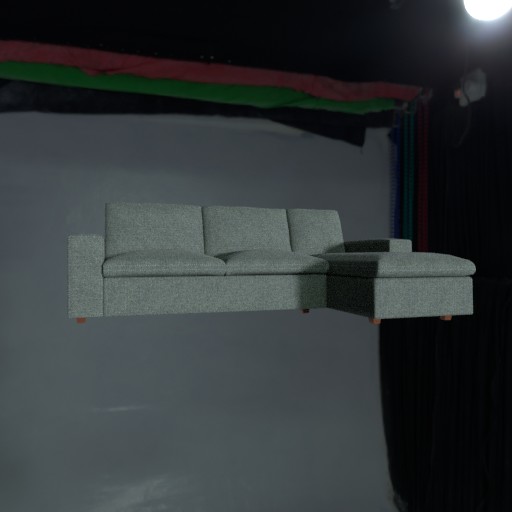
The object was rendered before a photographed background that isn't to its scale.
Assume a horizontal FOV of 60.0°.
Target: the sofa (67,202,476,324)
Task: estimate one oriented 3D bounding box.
[{"bbox_3d":[0.000,0.000,3.484,2.718,0.940,1.689,0,0,-18],"label":"sofa"}]
